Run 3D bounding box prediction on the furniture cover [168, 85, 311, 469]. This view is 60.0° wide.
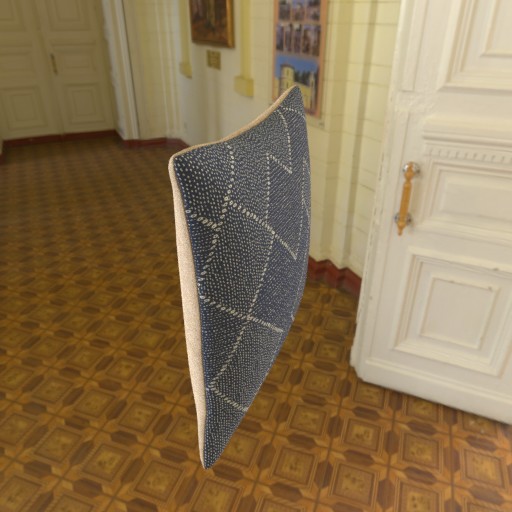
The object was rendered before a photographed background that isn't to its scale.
[{"bbox_3d":[0.000,0.000,0.783,0.162,0.503,0.511,10,31,16],"label":"furniture cover"}]
